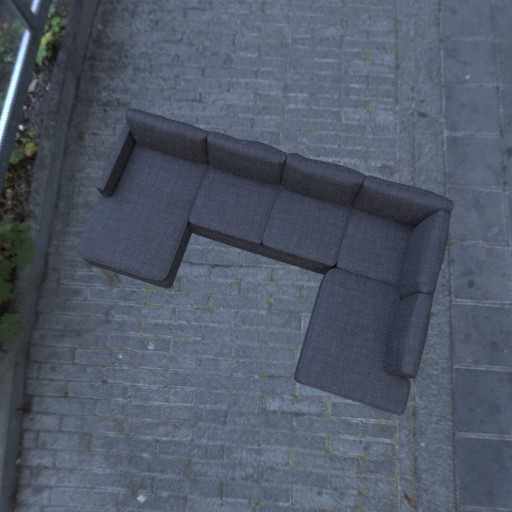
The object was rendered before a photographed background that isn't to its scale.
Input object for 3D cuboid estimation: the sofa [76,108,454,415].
[{"bbox_3d":[0.000,0.000,4.360,3.423,0.999,2.048,17,76,5],"label":"sofa"}]
